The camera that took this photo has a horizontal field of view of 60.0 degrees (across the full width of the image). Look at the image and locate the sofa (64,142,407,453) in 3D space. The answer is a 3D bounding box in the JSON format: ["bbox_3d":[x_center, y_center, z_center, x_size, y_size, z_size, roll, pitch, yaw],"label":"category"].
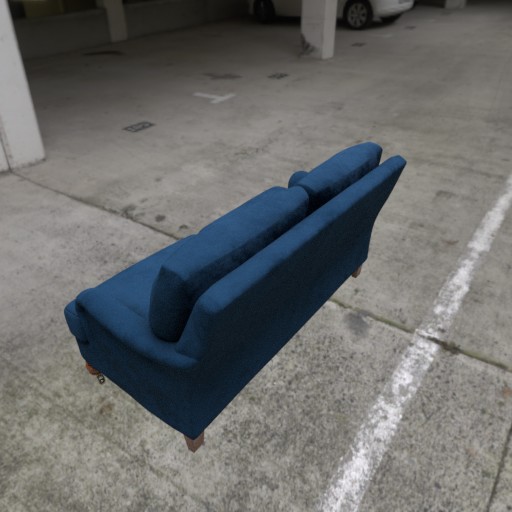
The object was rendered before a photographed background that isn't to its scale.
[{"bbox_3d":[0.000,0.000,2.798,1.084,1.101,2.141,20,36,30],"label":"sofa"}]
